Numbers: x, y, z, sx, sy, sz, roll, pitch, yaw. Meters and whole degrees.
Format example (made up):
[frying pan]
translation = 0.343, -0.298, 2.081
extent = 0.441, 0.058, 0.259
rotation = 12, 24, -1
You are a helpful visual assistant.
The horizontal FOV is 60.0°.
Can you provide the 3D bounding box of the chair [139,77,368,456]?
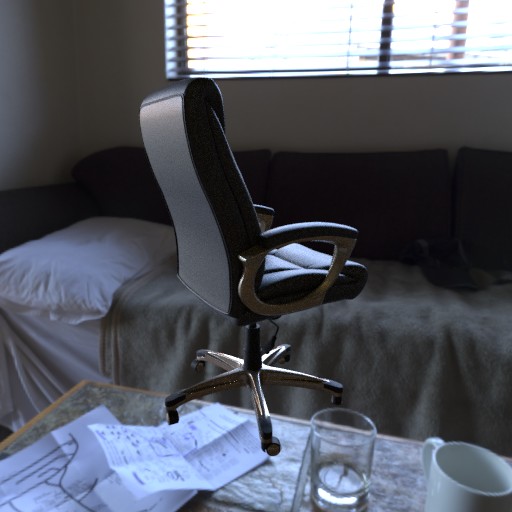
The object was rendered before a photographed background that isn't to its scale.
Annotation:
[chair]
translation = 0.000, 0.000, 1.663
extent = 0.748, 1.188, 0.694
rotation = -7, 16, -27
